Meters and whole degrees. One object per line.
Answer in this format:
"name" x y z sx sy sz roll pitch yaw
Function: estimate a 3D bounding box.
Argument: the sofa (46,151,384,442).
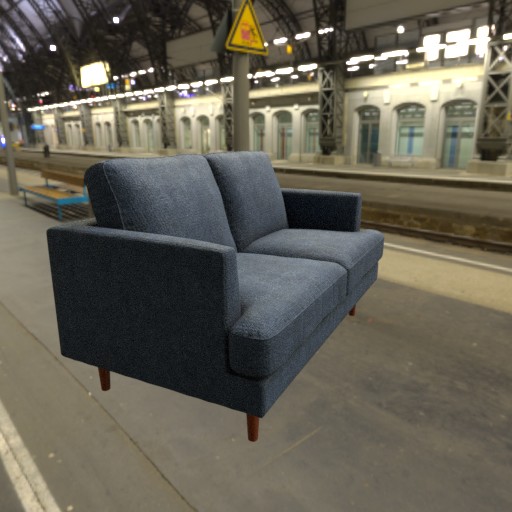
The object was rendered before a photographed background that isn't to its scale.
"sofa" 0.000 0.000 2.098 0.903 0.944 1.582 8 17 26
